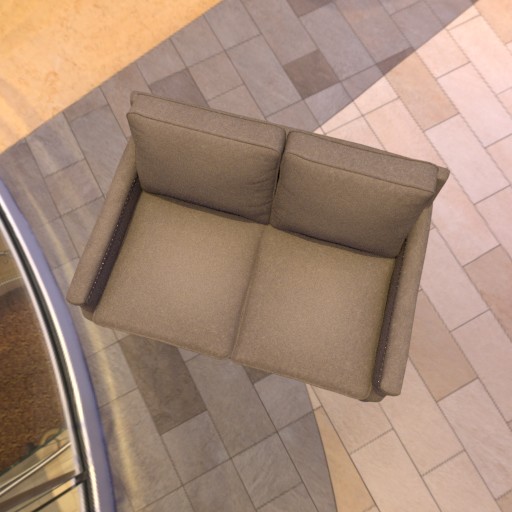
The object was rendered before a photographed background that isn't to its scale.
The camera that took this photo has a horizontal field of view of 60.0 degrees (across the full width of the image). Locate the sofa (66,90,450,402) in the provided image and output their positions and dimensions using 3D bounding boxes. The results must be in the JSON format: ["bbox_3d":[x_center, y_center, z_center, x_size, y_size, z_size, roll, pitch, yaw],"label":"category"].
[{"bbox_3d":[0.000,0.000,2.231,1.597,1.003,1.084,15,76,4],"label":"sofa"}]
